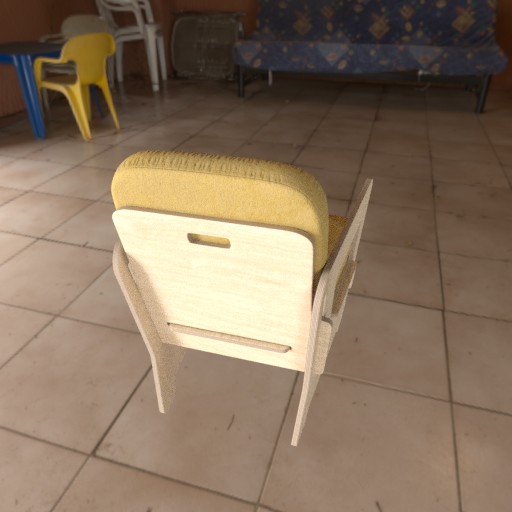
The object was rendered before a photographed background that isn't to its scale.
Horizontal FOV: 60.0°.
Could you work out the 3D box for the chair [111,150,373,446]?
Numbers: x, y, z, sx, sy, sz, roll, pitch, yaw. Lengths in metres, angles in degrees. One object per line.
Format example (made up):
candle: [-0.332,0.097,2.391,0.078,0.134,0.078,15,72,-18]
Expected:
chair: [0.000,0.000,1.290,0.590,0.800,0.710,9,33,14]
